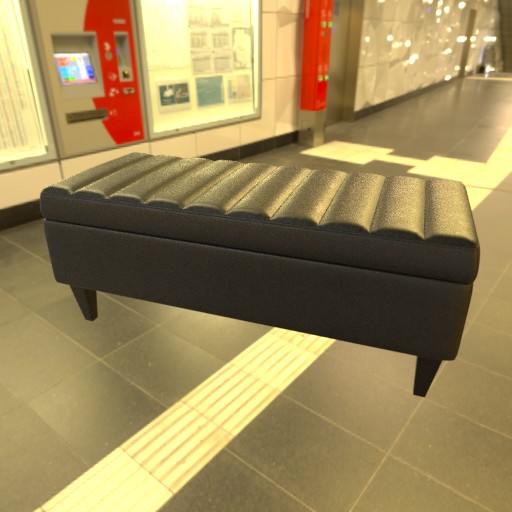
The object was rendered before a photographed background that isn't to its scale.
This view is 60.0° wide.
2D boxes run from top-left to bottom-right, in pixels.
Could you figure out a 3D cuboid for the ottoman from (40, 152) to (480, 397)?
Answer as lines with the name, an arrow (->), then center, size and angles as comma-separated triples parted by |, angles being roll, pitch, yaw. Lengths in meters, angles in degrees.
ottoman -> 0.000, 0.000, 1.356 | 1.151, 0.469, 0.482 | 9, 28, 17
